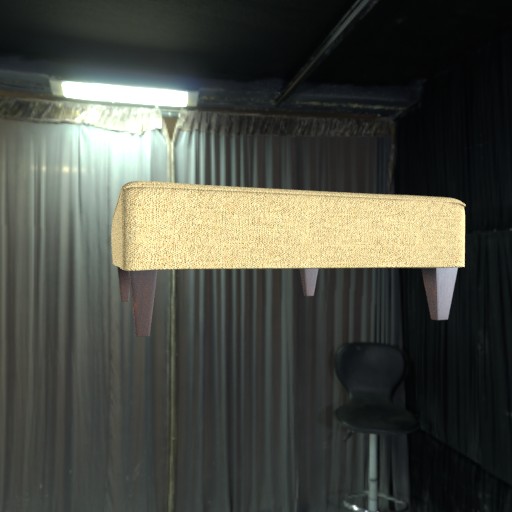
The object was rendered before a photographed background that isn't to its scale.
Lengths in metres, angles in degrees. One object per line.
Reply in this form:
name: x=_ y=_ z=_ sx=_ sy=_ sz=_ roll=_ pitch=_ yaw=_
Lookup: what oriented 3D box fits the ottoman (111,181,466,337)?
ottoman: x=0.000 y=0.000 z=1.583 sx=0.970 sy=0.378 sz=0.981 roll=0 pitch=0 yaw=-19
